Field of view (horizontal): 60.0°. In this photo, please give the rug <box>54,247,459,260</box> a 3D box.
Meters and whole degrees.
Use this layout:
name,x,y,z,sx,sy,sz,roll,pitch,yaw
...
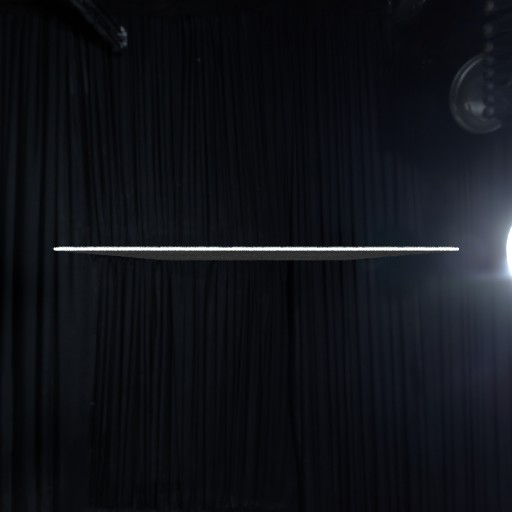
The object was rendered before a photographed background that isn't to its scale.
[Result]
name,x,y,z,sx,sy,sz,roll,pitch,yaw
rug,0.000,0.000,2.826,1.586,0.014,2.197,0,-2,0
